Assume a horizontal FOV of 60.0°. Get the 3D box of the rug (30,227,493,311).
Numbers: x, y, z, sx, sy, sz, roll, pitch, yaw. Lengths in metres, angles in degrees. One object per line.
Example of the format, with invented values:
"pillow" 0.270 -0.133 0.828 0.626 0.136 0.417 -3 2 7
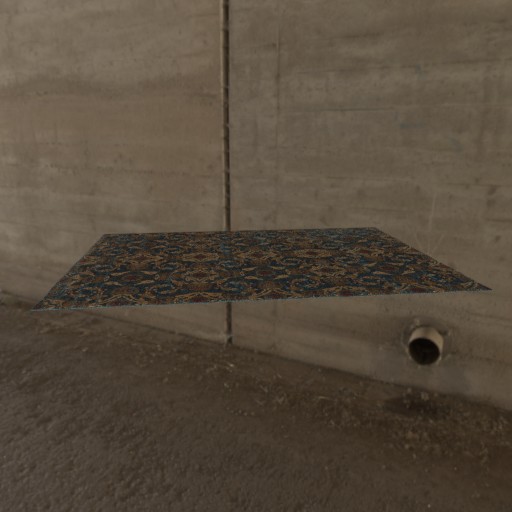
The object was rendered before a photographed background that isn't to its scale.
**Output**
"rug" 0.000 0.000 4.235 3.291 0.013 2.337 -2 15 -7
